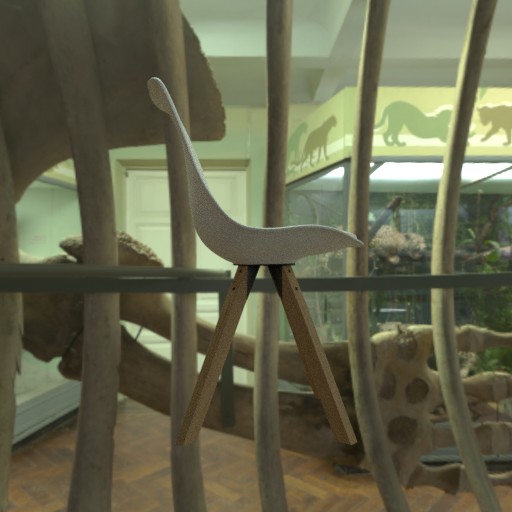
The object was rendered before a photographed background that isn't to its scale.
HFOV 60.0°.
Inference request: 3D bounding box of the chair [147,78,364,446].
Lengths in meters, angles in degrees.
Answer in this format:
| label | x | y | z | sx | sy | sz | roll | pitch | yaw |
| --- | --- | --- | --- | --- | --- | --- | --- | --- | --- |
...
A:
| label | x | y | z | sx | sy | sz | roll | pitch | yaw |
| --- | --- | --- | --- | --- | --- | --- | --- | --- | --- |
| chair | 0.000 | 0.000 | 1.171 | 0.550 | 0.849 | 0.485 | 0 | -1 | -1 |
